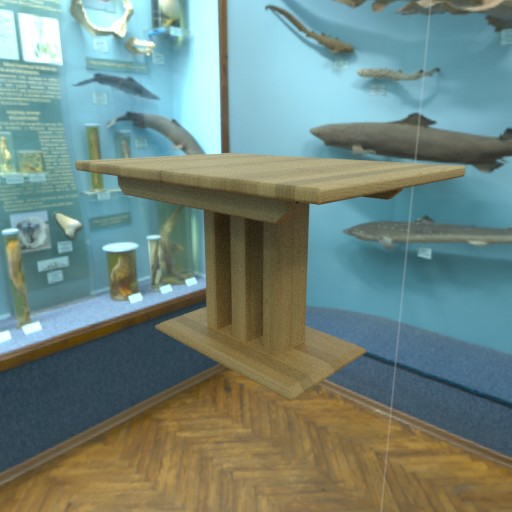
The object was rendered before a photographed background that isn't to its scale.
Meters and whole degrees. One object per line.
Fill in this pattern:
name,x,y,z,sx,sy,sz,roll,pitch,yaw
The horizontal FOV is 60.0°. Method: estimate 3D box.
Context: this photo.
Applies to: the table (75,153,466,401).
table,0.000,0.000,1.873,1.300,0.770,0.900,15,22,42
